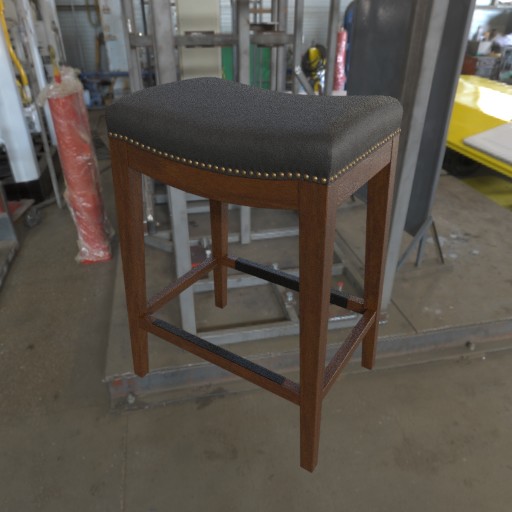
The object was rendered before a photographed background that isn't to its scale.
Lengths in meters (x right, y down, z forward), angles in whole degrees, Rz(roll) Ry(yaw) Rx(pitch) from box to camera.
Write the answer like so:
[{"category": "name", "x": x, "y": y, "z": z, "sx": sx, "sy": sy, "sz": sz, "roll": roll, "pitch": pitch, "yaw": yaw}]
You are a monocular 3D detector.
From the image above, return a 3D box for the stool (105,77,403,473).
[{"category": "stool", "x": 0.000, "y": 0.000, "z": 0.944, "sx": 0.490, "sy": 0.664, "sz": 0.353, "roll": 18, "pitch": 35, "yaw": 28}]
